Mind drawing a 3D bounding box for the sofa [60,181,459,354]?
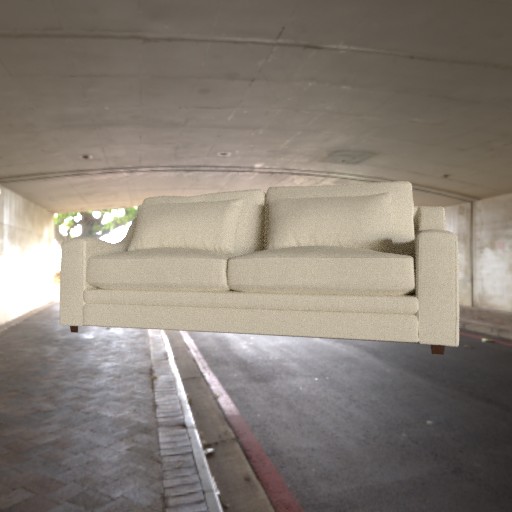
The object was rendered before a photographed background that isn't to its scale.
[{"bbox_3d":[0.000,0.000,3.047,2.470,1.022,1.009,0,-1,18],"label":"sofa"}]
